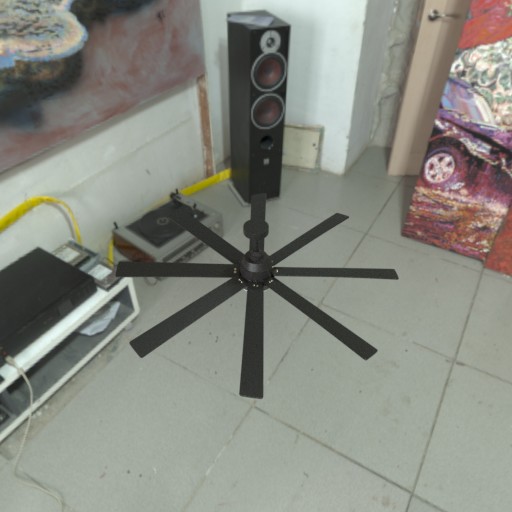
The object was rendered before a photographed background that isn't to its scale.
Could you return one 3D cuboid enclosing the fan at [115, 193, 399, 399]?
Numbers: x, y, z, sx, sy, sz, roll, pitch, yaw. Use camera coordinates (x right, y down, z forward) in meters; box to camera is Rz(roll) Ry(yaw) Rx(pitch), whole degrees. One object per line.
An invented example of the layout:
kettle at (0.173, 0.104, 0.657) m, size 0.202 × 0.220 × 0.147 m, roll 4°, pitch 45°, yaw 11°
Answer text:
fan at (0.000, 0.000, 2.809) m, size 1.830 × 0.472 × 1.830 m, roll 1°, pitch 41°, yaw 1°
